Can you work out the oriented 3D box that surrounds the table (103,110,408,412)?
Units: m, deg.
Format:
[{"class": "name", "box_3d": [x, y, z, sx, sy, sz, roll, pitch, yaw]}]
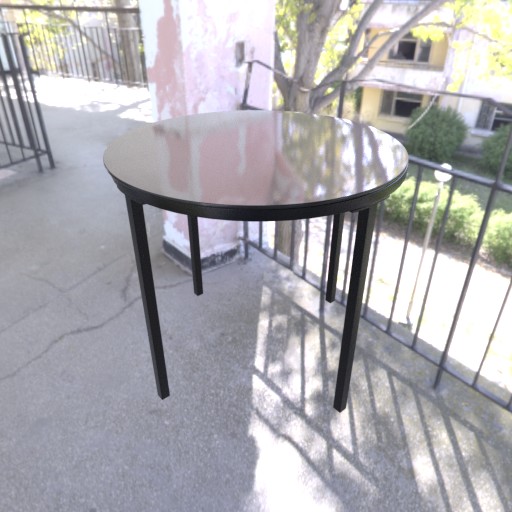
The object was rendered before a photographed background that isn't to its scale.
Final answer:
[{"class": "table", "box_3d": [0.000, 0.000, 0.868, 0.499, 0.443, 0.499, 0, 31, 0]}]
